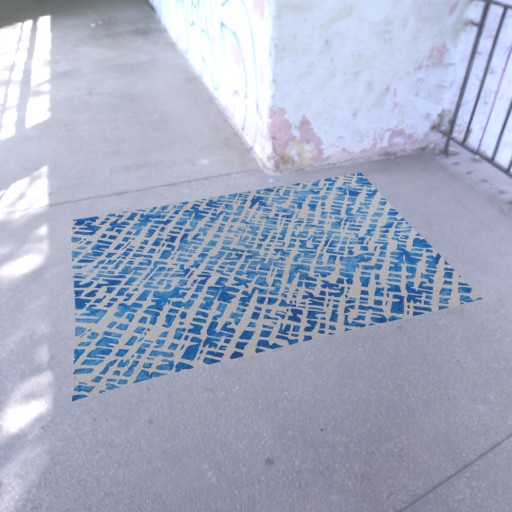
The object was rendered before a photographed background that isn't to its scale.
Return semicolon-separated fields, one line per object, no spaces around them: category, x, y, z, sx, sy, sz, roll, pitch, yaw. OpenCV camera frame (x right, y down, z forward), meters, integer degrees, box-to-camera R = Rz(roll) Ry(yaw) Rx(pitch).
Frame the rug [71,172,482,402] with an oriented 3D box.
rug;0.000;0.000;2.294;1.830;0.011;1.209;-11;42;-13
